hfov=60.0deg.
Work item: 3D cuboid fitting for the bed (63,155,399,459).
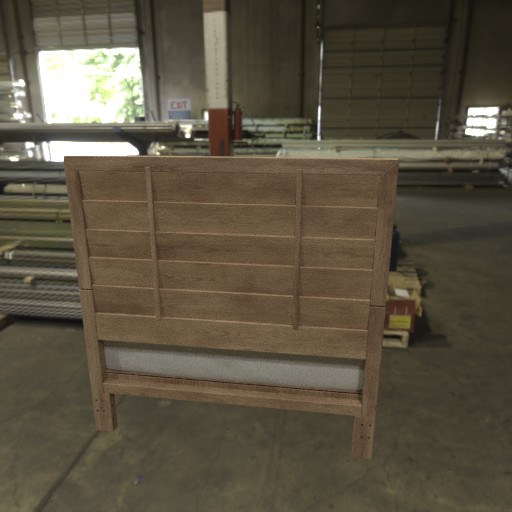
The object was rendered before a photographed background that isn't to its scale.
[{"bbox_3d":[0.000,0.000,3.369,1.626,1.626,2.197,2,17,8],"label":"bed"}]
